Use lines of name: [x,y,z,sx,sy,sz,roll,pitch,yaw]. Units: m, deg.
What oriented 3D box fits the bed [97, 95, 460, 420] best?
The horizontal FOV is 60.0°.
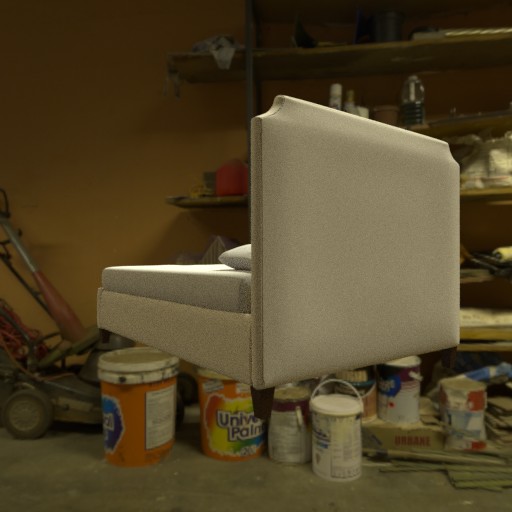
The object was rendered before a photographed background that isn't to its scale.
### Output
bed: [0.000,0.000,3.393,1.712,1.497,2.372,0,0,-37]
